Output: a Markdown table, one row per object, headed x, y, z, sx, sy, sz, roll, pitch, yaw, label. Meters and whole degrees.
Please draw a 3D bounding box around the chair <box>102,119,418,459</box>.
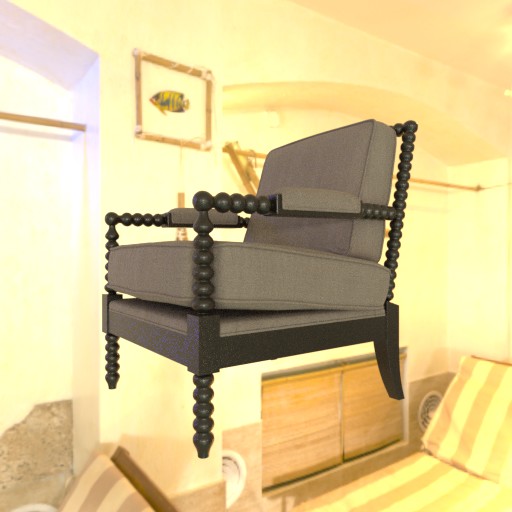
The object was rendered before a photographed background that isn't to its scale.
| x | y | z | sx | sy | sz | roll | pitch | yaw | label |
| --- | --- | --- | --- | --- | --- | --- | --- | --- | --- |
| 0.000 | 0.000 | 1.083 | 0.622 | 0.661 | 0.540 | 0 | 0 | -36 | chair |
